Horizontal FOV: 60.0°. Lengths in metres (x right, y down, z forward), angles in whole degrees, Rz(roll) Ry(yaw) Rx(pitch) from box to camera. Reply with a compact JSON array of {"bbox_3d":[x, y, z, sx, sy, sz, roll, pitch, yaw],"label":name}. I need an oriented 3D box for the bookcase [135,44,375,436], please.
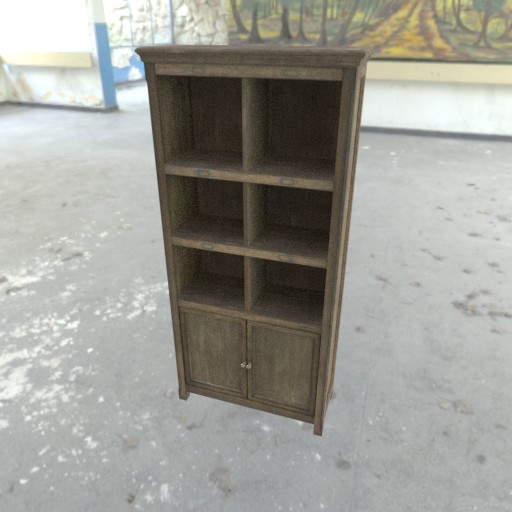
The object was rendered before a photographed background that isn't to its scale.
[{"bbox_3d":[0.000,0.000,2.202,0.906,1.880,0.348,9,28,17],"label":"bookcase"}]
